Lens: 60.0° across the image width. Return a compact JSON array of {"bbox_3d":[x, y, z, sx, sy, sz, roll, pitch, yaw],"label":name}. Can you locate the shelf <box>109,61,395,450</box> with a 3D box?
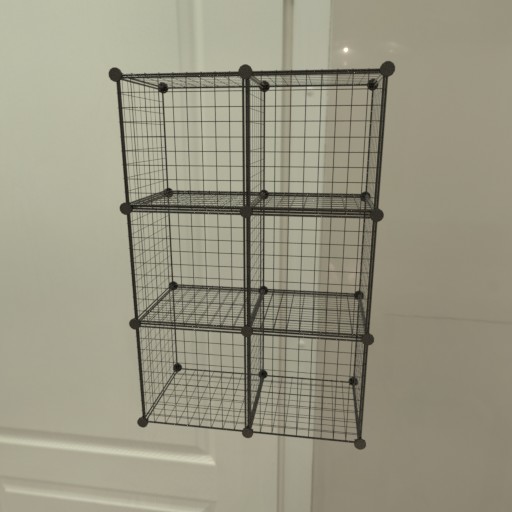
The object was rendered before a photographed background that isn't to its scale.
[{"bbox_3d":[0.000,0.000,1.392,0.711,1.067,0.356,2,16,8],"label":"shelf"}]
